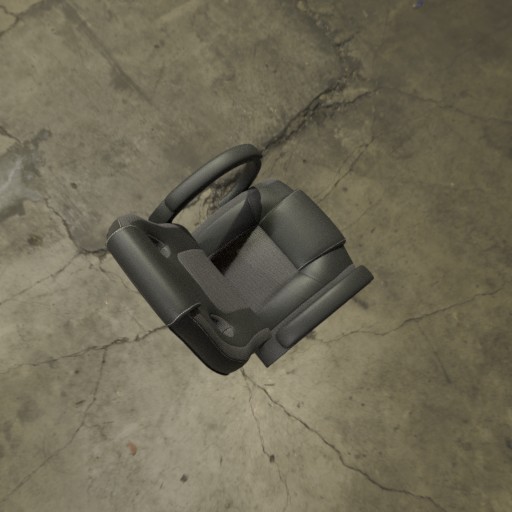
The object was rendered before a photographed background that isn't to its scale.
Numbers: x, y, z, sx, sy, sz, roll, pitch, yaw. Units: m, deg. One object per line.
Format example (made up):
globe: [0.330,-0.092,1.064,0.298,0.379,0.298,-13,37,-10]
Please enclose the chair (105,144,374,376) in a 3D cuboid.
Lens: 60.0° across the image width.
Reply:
chair: [0.000,0.000,1.614,0.724,1.187,0.673,-38,78,-10]
